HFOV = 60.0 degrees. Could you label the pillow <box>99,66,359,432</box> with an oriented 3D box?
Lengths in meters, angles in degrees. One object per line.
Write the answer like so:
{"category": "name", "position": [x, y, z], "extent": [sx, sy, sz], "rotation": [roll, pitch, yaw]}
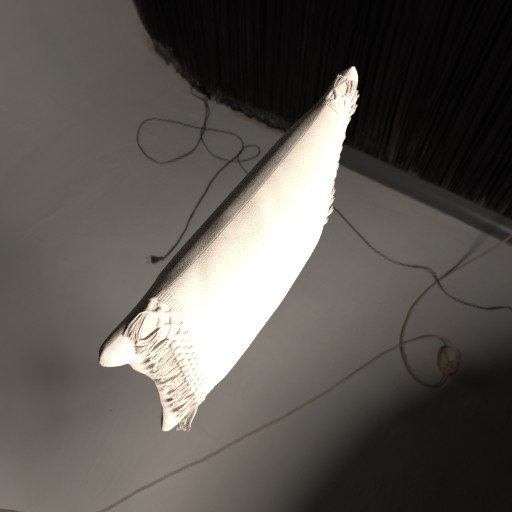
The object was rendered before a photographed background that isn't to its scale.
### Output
{"category": "pillow", "position": [0.000, 0.000, 0.588], "extent": [0.084, 0.305, 0.466], "rotation": [29, 62, 17]}
